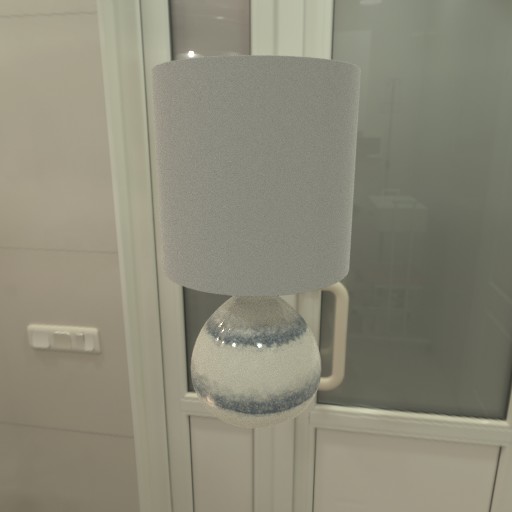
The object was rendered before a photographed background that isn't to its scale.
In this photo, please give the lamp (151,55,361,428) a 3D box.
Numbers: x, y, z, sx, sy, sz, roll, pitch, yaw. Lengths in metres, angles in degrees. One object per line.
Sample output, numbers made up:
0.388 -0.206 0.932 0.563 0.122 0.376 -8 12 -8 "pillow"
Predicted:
0.000 0.000 0.524 0.216 0.404 0.216 2 16 9 "lamp"
